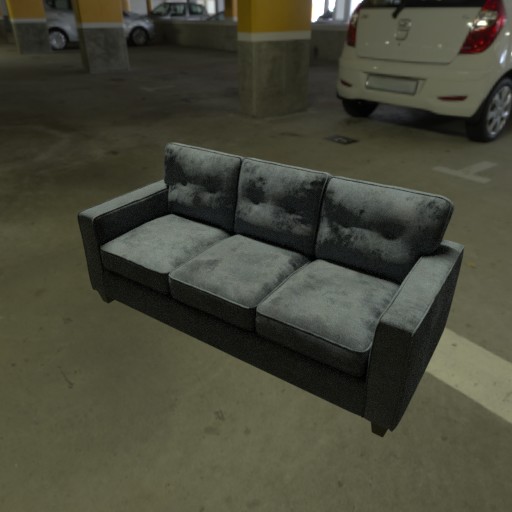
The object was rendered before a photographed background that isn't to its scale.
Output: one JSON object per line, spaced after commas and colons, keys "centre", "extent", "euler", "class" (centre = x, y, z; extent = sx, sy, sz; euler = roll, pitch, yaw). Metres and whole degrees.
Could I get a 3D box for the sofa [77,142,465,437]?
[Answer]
{"centre": [0.000, 0.000, 2.654], "extent": [2.133, 0.965, 0.939], "euler": [18, 34, 29], "class": "sofa"}
